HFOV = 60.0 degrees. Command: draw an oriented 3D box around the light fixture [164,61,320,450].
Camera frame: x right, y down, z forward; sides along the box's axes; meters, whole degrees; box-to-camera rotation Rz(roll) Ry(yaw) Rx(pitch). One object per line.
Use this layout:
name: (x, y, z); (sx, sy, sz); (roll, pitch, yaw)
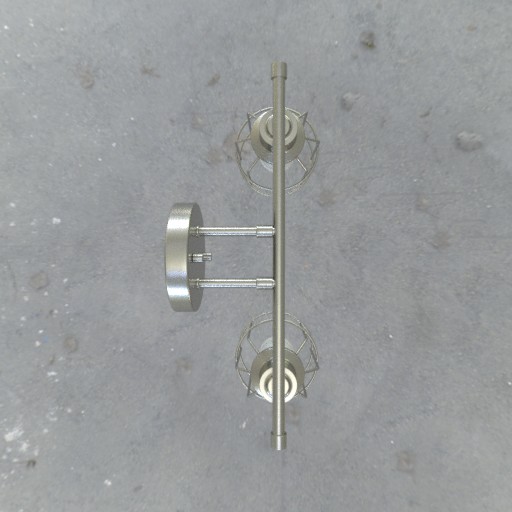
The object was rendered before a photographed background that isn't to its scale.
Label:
light fixture: (0.000, 0.000, 0.540); (0.165, 0.254, 0.406); (0, 91, 2)
